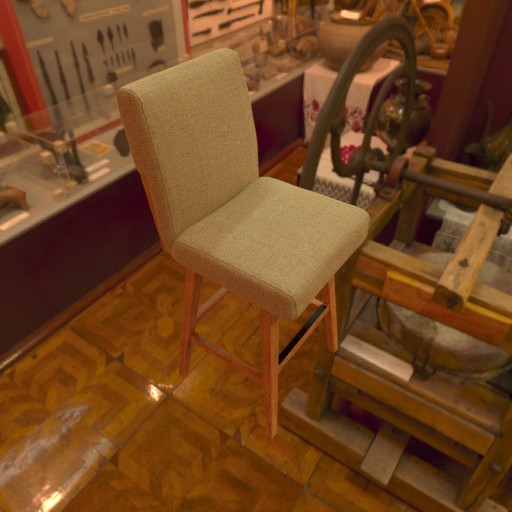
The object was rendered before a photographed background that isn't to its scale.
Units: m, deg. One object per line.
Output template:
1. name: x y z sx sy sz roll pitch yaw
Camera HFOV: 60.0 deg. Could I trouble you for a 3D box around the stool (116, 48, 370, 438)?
1. stool: 0.000 0.000 1.440 0.569 1.106 0.483 26 47 26
